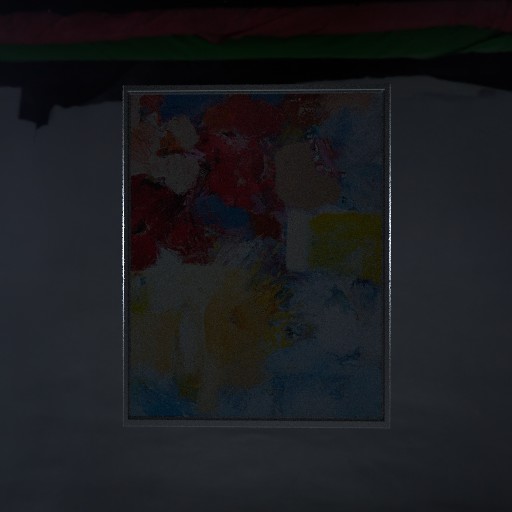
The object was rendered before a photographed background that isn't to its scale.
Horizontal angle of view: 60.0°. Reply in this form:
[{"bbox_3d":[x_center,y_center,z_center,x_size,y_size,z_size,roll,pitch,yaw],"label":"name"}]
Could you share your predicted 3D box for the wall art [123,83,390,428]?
[{"bbox_3d":[0.000,0.000,1.369,0.816,1.046,0.030,0,0,1],"label":"wall art"}]
